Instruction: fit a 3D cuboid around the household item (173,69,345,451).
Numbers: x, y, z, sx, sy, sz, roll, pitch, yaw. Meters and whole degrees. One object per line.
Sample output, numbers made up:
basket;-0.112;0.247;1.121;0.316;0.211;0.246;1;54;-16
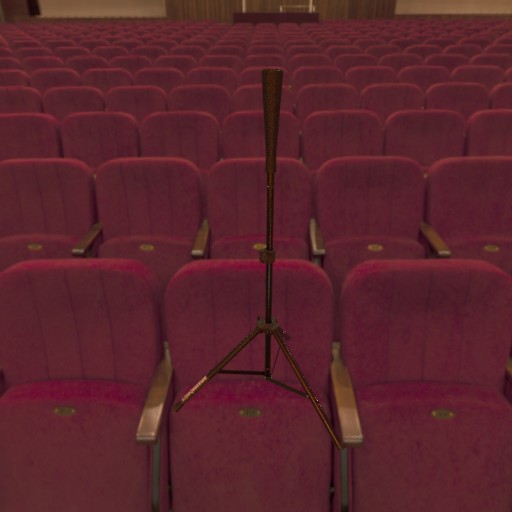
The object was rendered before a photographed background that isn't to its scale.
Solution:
household item;0.000;0.000;1.362;0.559;1.067;0.559;1;28;1
